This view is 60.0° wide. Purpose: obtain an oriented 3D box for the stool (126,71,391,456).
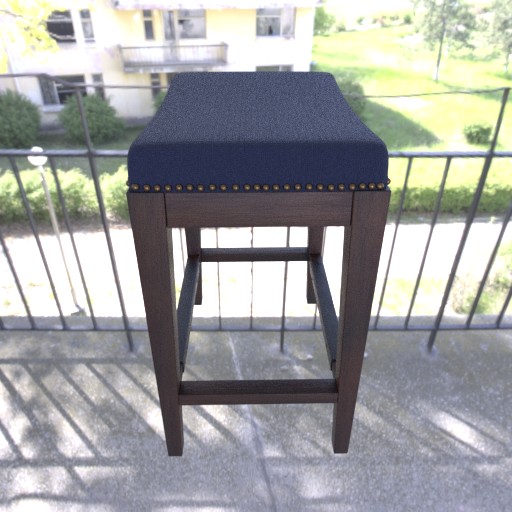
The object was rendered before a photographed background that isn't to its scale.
[{"bbox_3d":[0.000,0.000,0.925,0.361,0.642,0.500,-1,34,-1],"label":"stool"}]
